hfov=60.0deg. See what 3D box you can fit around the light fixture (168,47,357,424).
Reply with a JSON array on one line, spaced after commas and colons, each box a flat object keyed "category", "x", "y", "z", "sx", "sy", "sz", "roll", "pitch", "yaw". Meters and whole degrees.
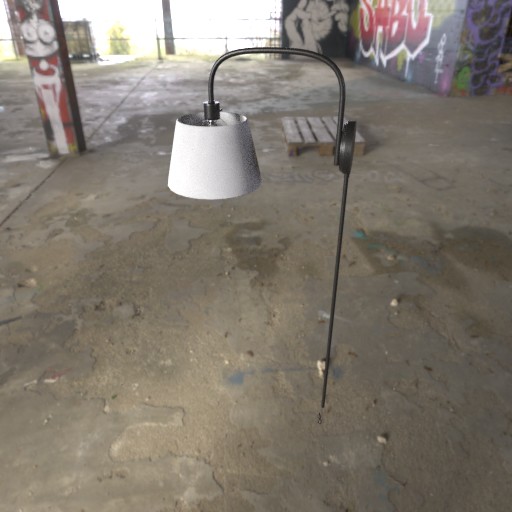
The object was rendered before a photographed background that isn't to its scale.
[{"category": "light fixture", "x": 0.000, "y": 0.000, "z": 0.467, "sx": 0.176, "sy": 0.399, "sz": 0.092, "roll": 8, "pitch": 30, "yaw": 13}]
